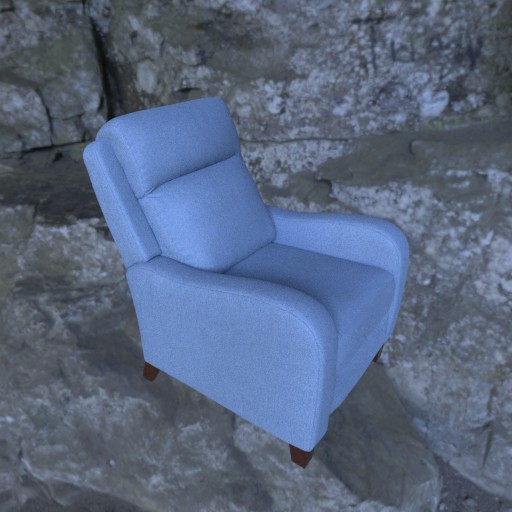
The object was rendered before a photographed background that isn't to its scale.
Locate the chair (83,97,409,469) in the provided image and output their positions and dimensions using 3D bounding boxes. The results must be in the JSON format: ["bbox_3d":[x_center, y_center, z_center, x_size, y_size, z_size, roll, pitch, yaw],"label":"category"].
[{"bbox_3d":[0.000,0.000,1.732,0.988,1.067,0.785,18,33,30],"label":"chair"}]
